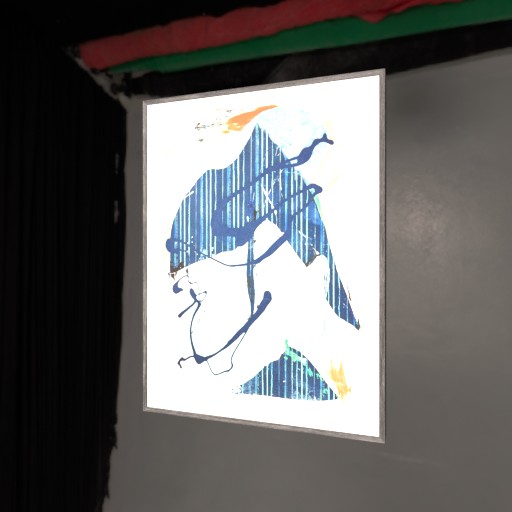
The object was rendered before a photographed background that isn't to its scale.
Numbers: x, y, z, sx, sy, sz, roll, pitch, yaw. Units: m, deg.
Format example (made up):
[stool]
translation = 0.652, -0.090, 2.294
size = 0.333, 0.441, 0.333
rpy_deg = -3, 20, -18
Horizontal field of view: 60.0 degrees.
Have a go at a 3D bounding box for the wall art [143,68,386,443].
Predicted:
[wall art]
translation = 0.000, 0.000, 1.356
size = 0.762, 1.016, 0.063
rpy_deg = 0, 0, 19
